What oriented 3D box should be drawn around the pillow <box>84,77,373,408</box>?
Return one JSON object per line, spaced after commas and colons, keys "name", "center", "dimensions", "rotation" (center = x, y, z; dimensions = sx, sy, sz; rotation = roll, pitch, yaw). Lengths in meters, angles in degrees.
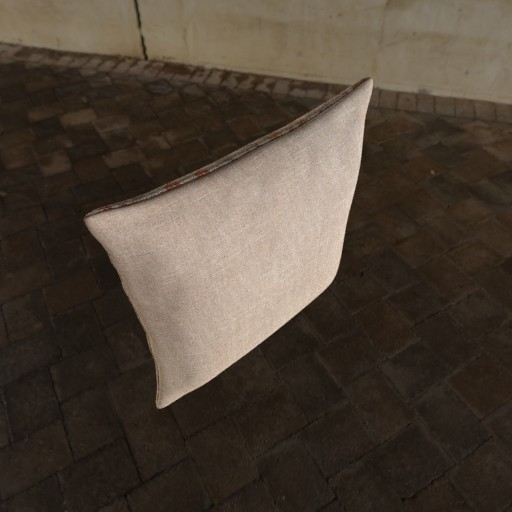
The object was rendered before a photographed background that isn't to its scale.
{"name": "pillow", "center": [0.000, 0.000, 0.795], "dimensions": [0.523, 0.506, 0.166], "rotation": [-34, 55, -28]}
